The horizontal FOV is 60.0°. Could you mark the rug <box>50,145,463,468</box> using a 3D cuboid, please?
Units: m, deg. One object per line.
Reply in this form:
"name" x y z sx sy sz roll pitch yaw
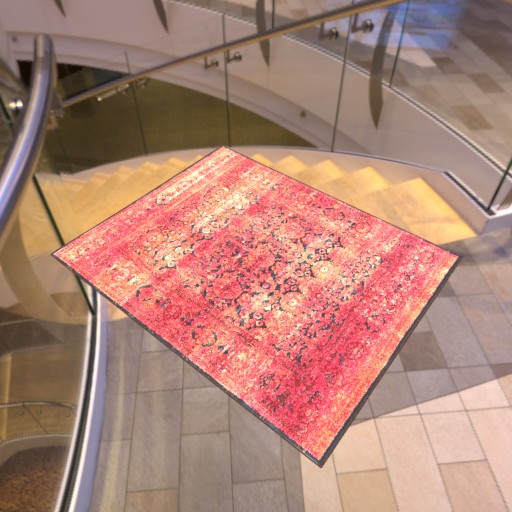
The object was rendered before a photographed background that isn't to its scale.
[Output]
"rug" 0.000 0.000 4.151 3.032 0.020 2.411 30 53 26
